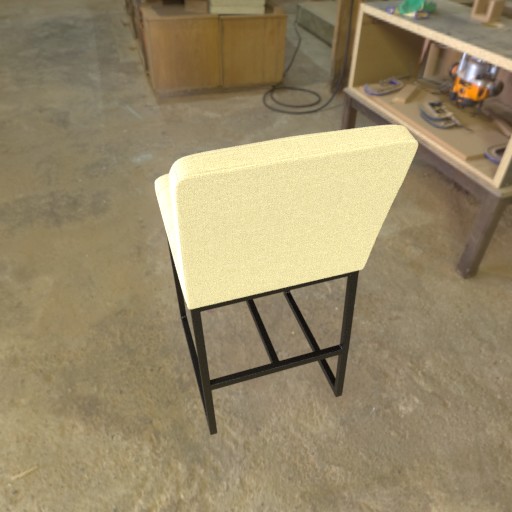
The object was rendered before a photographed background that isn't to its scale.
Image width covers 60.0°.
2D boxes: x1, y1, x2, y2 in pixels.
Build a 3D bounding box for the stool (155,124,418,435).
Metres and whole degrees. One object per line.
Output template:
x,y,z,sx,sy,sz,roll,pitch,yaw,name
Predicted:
0.000,0.000,1.246,0.460,0.940,0.560,-12,43,-13,stool
